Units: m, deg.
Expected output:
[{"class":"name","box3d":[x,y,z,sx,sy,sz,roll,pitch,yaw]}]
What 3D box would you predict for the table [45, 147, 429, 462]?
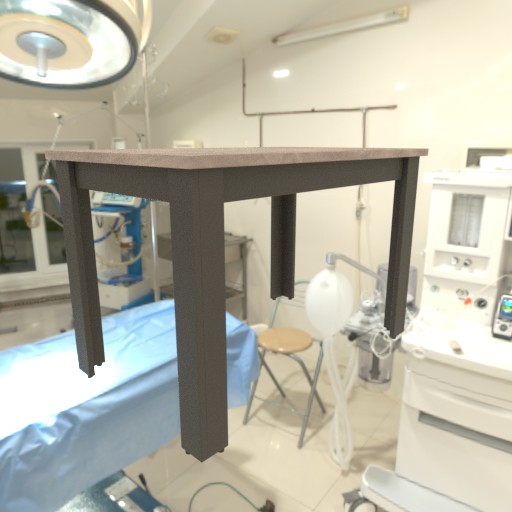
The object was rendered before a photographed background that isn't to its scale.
[{"class":"table","box3d":[0.000,0.000,1.568,0.700,0.734,1.100,14,20,42]}]
